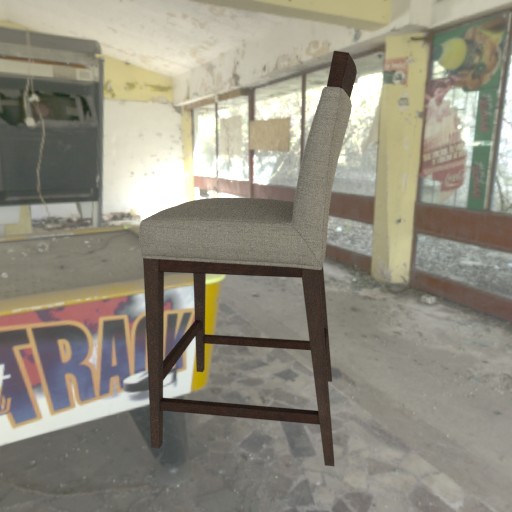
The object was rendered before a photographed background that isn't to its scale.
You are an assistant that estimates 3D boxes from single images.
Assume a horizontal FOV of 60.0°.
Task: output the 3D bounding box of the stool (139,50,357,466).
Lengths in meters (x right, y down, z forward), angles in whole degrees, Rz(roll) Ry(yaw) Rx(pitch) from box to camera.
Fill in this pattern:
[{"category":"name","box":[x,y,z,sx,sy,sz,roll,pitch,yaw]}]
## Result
[{"category":"stool","box":[0.000,0.000,1.312,0.531,1.009,0.512,2,13,9]}]
